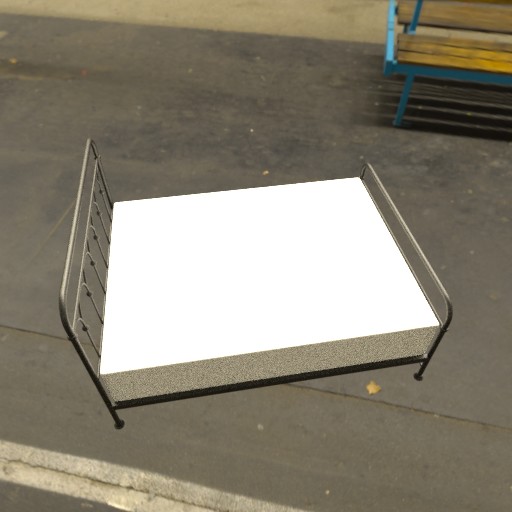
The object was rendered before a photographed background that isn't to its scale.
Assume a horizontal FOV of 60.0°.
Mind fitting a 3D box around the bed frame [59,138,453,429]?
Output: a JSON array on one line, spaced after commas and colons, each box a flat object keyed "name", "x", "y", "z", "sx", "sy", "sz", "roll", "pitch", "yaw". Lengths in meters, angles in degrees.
[{"name": "bed frame", "x": 0.000, "y": 0.000, "z": 3.194, "sx": 2.203, "sy": 1.276, "sz": 1.664, "roll": -7, "pitch": 47, "yaw": -7}]
